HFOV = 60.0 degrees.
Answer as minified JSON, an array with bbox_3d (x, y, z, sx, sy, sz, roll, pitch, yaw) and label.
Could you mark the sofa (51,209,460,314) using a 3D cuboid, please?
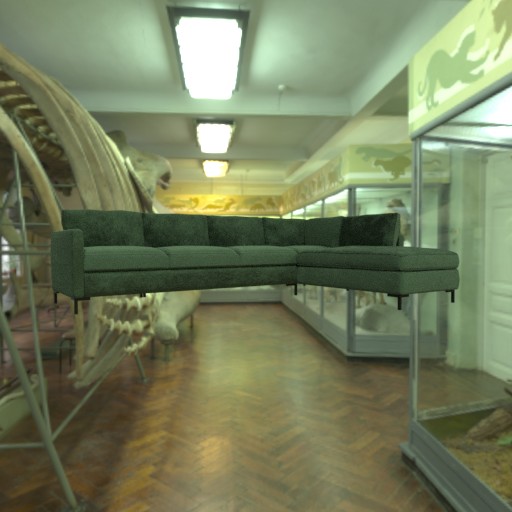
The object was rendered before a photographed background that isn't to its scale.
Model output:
[{"bbox_3d":[0.000,0.000,3.215,2.486,0.687,1.707,-1,2,-35],"label":"sofa"}]
